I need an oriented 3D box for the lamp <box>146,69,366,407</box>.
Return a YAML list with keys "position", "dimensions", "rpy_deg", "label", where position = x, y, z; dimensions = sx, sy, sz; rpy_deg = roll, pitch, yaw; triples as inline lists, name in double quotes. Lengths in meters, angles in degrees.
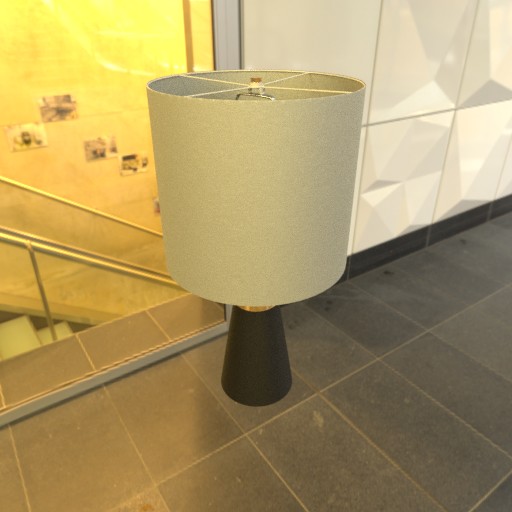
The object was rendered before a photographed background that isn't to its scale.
- position: [0.000, 0.000, 0.770]
  dimensions: [0.308, 0.580, 0.308]
  rpy_deg: [19, 34, 31]
  label: "lamp"
